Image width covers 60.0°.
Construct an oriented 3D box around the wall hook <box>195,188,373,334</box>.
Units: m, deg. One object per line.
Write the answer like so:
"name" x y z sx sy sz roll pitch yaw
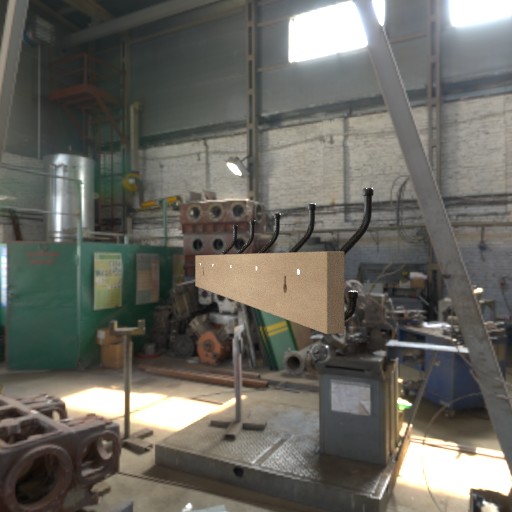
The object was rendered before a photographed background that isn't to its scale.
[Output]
"wall hook" 0.000 0.000 0.602 0.071 0.117 0.571 0 0 -17
